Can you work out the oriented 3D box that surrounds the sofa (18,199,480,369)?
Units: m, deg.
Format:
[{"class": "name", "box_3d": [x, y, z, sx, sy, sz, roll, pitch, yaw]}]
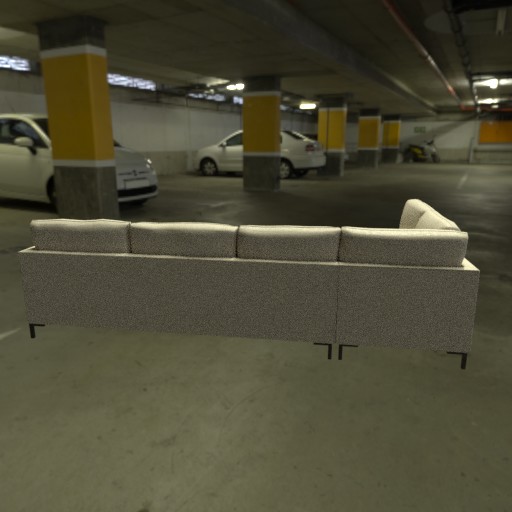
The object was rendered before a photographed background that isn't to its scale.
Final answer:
[{"class": "sofa", "box_3d": [0.000, 0.000, 4.186, 3.384, 0.996, 2.048, 2, 15, 9]}]
